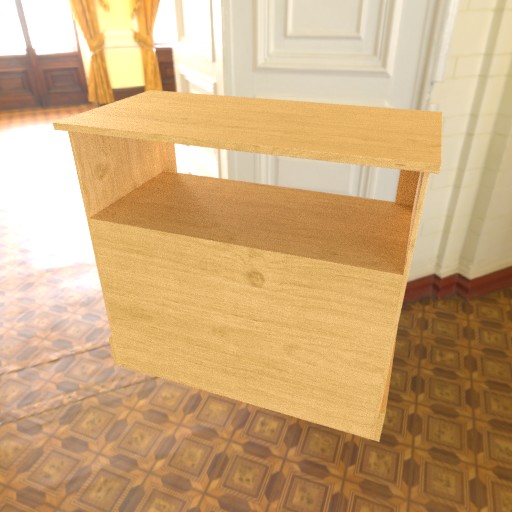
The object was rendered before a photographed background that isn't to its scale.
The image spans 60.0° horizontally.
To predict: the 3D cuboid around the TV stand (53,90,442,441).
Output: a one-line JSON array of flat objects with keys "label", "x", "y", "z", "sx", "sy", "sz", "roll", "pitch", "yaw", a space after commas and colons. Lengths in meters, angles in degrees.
[{"label": "TV stand", "x": 0.000, "y": 0.000, "z": 1.279, "sx": 0.851, "sy": 0.787, "sz": 0.430, "roll": 11, "pitch": 32, "yaw": 17}]
